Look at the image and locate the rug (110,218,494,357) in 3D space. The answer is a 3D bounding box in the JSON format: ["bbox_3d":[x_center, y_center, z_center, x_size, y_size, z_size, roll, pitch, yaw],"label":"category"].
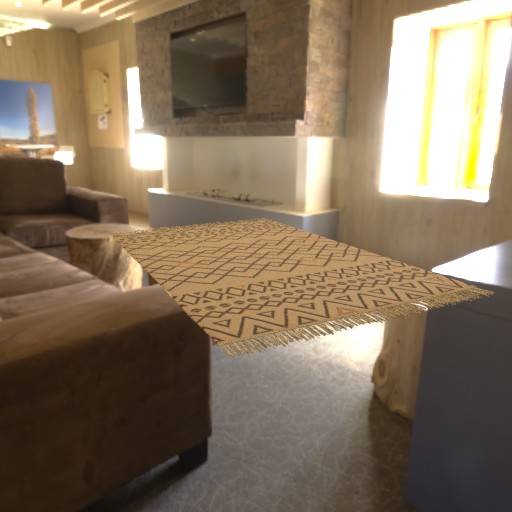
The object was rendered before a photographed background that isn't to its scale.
[{"bbox_3d":[0.000,0.000,2.449,1.224,0.028,2.023,-8,17,-26],"label":"rug"}]
